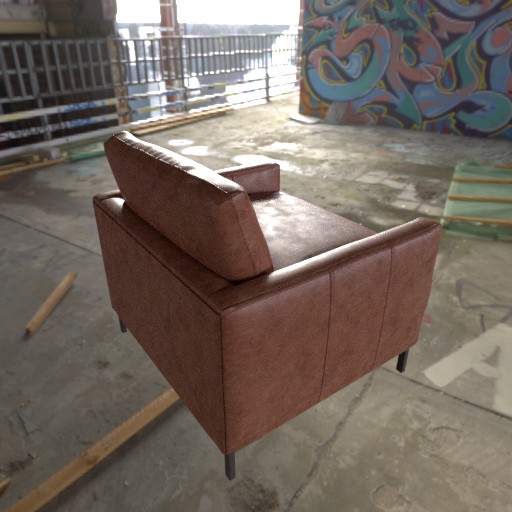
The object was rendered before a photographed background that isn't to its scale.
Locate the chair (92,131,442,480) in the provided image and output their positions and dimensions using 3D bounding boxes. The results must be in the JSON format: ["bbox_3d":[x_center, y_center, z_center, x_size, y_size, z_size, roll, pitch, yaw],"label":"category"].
[{"bbox_3d":[0.000,0.000,1.633,0.862,0.869,0.967,-18,33,-31],"label":"chair"}]
